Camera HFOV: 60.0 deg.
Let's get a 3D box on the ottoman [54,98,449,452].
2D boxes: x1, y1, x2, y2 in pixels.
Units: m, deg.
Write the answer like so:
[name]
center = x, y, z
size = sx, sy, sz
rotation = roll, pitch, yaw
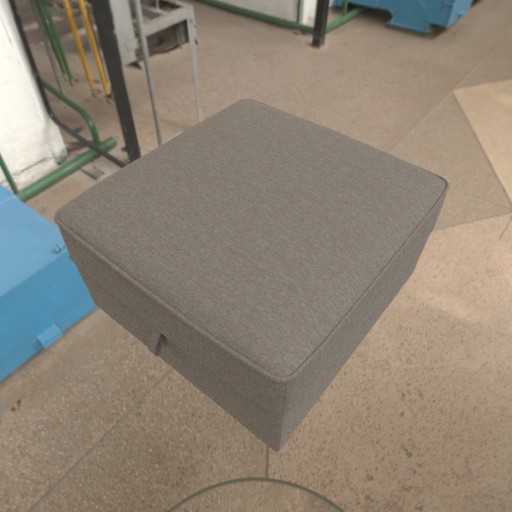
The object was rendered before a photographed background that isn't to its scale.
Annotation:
[ottoman]
center = 0.000, 0.000, 1.389
size = 0.808, 0.612, 0.871
rotation = 31, 55, 25
